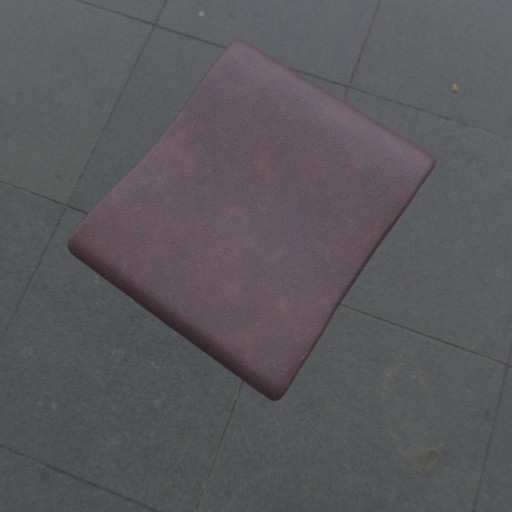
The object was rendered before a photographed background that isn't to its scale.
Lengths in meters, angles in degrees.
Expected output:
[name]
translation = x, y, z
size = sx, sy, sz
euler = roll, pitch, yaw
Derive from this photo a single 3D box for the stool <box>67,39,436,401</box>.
[stool]
translation = 0.000, 0.000, 1.046
size = 0.401, 0.769, 0.465
euler = 34, 79, 8
